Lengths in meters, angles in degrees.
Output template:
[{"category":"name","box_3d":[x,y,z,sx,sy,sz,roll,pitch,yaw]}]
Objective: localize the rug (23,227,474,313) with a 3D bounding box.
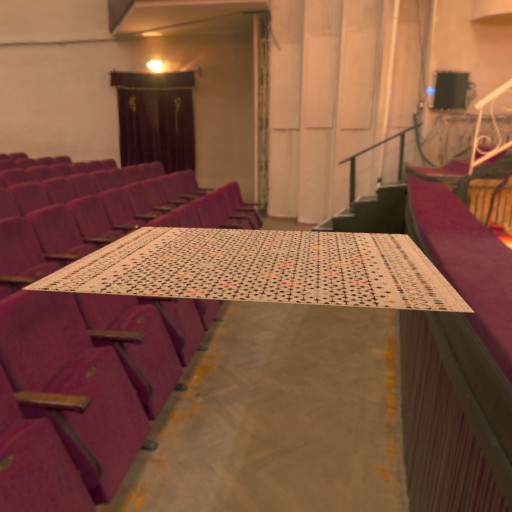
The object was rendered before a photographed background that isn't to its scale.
[{"category":"rug","box_3d":[0.000,0.000,2.053,1.556,0.006,1.146,2,15,8]}]
